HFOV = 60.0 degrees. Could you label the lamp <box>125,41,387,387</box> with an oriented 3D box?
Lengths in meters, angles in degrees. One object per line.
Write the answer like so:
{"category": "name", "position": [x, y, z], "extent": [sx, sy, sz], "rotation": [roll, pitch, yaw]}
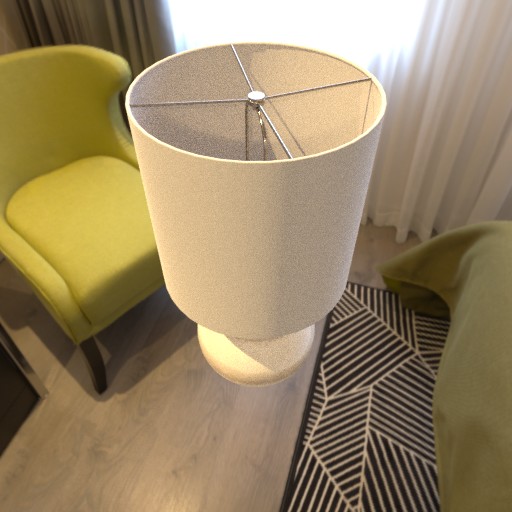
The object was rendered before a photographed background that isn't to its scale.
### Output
{"category": "lamp", "position": [0.000, 0.000, 0.519], "extent": [0.217, 0.404, 0.217], "rotation": [-10, 47, -9]}
